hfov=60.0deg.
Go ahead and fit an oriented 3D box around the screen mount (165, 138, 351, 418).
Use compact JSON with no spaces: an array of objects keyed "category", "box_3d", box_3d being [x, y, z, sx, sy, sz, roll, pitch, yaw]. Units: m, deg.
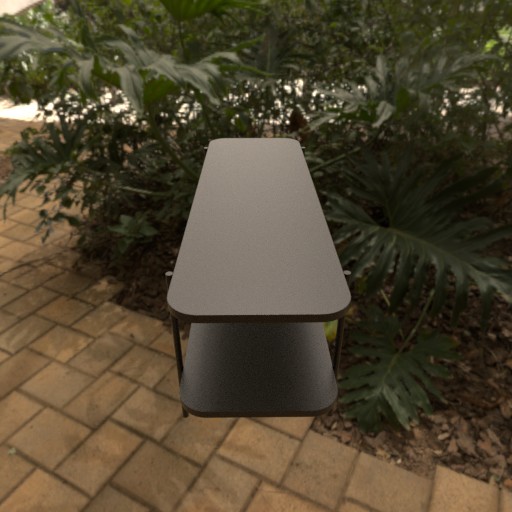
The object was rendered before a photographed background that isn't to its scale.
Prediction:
[{"category":"screen mount","box_3d":[0.000,0.000,1.459,0.400,0.447,1.200,0,30,-1]}]
